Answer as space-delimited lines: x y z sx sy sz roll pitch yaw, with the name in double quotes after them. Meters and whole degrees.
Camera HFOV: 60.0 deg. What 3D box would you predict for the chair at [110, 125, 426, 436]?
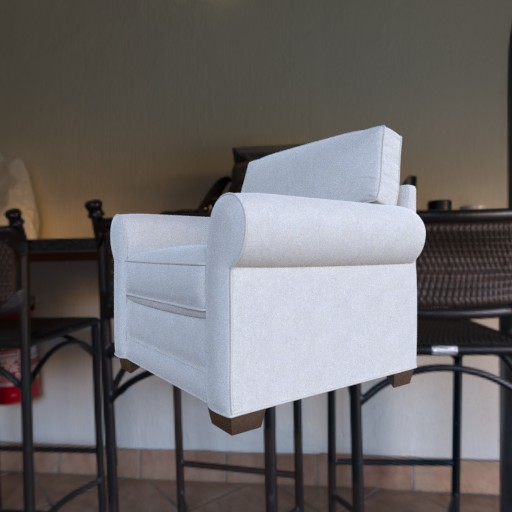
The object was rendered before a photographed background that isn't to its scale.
0.000 0.000 1.762 0.863 0.955 1.040 -1 1 -36 "chair"
